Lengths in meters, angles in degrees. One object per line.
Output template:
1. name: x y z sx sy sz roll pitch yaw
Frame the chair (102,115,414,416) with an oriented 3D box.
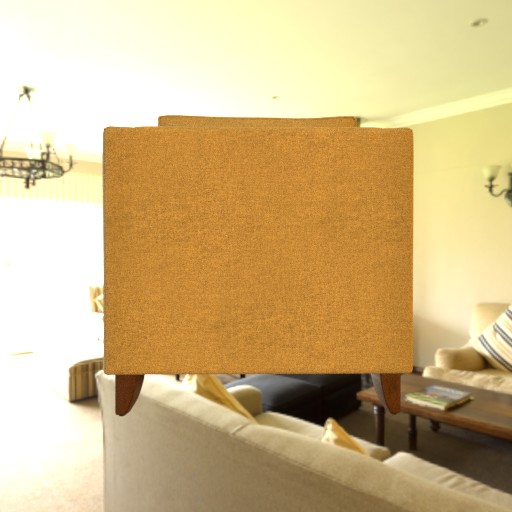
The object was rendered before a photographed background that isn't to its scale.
1. chair: 0.000 0.000 1.617 0.838 0.864 0.918 0 1 -1
